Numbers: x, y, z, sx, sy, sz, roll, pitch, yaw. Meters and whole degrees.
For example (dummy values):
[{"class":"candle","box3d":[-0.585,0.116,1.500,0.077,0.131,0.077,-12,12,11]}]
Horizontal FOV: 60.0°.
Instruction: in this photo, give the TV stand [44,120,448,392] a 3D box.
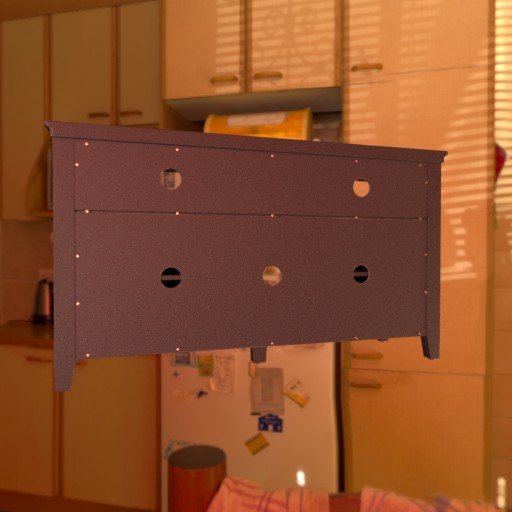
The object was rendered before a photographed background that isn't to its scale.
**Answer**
[{"class":"TV stand","box3d":[0.000,0.000,1.437,1.198,0.681,0.347,0,1,-17]}]
